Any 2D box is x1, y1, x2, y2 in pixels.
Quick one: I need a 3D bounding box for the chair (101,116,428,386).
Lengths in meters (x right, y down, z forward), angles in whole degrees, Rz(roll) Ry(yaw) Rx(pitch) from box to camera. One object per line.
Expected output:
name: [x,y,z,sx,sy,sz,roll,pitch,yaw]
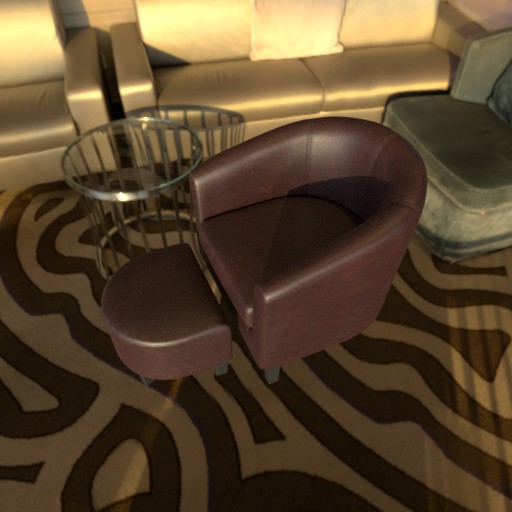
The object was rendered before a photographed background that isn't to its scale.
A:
chair: [0.000,0.000,1.681,1.176,0.755,0.737,-18,47,-17]
